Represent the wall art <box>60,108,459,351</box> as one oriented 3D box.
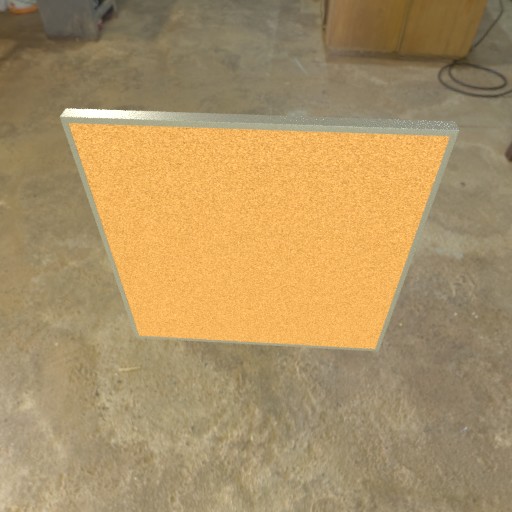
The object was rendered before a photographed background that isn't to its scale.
[{"bbox_3d":[0.000,0.000,1.197,0.809,0.807,0.038,3,46,3],"label":"wall art"}]
